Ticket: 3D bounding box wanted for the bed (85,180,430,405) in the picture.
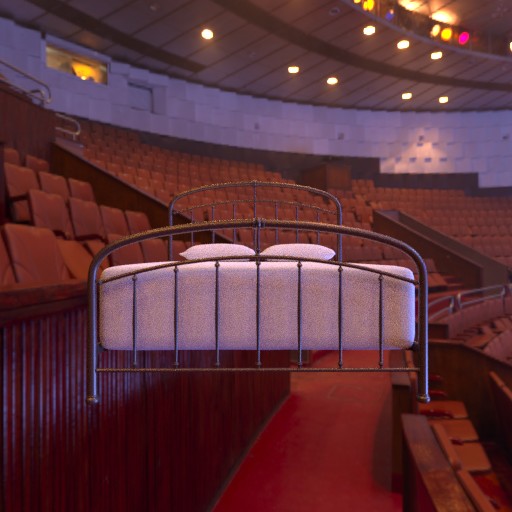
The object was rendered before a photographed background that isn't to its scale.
[{"bbox_3d":[0.000,0.000,3.255,1.711,1.475,2.168,0,0,-1],"label":"bed"}]
